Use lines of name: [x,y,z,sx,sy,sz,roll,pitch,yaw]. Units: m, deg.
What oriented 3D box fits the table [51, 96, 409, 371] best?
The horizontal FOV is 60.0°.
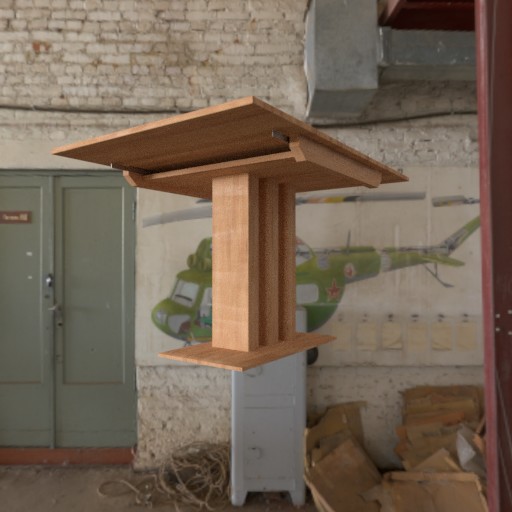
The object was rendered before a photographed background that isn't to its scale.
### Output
table: [0.000,0.000,1.872,0.900,0.770,1.300,-1,-1,35]
